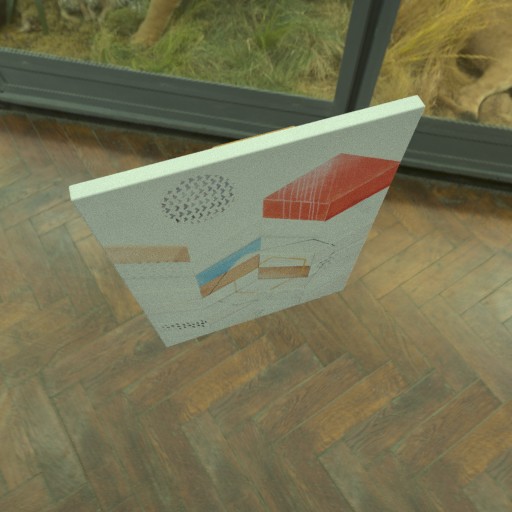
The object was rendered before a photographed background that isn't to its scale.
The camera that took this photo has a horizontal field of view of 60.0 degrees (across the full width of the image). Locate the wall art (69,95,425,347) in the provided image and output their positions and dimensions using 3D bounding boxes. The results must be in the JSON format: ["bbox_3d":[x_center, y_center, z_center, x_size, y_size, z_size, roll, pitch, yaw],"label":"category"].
[{"bbox_3d":[0.000,0.000,1.358,0.759,1.014,0.045,-17,64,-9],"label":"wall art"}]
